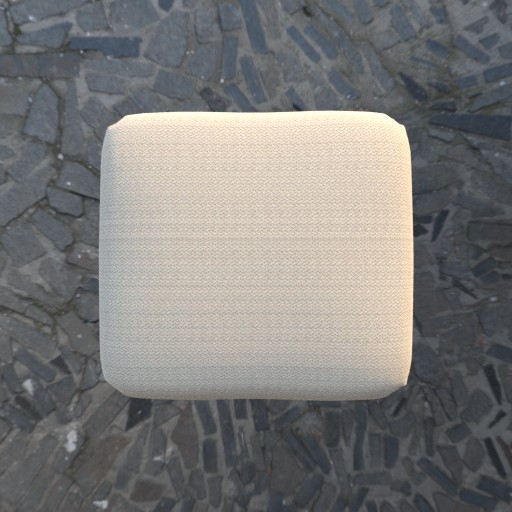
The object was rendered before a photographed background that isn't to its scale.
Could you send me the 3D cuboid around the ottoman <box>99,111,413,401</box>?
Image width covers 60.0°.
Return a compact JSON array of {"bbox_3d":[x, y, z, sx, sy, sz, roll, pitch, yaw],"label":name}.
[{"bbox_3d":[0.000,0.000,1.094,0.684,0.447,0.622,0,89,1],"label":"ottoman"}]
